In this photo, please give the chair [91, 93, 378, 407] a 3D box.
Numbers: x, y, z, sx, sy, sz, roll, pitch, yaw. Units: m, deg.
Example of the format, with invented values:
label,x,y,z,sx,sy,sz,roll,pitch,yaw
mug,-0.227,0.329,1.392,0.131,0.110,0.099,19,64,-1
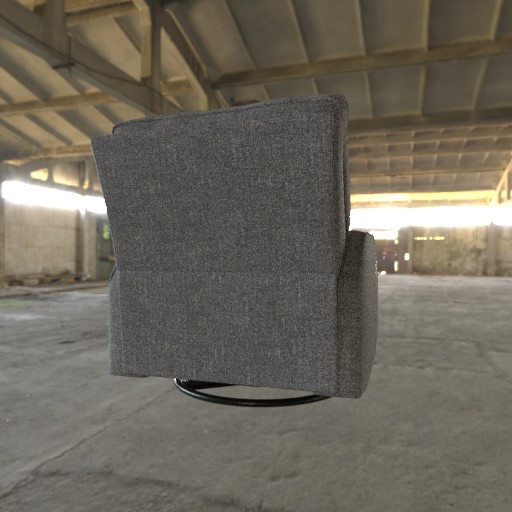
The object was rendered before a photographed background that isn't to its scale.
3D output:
label,x,y,z,sx,sy,sz,roll,pitch,yaw
chair,0.000,0.000,1.669,0.861,0.962,0.964,0,0,18
